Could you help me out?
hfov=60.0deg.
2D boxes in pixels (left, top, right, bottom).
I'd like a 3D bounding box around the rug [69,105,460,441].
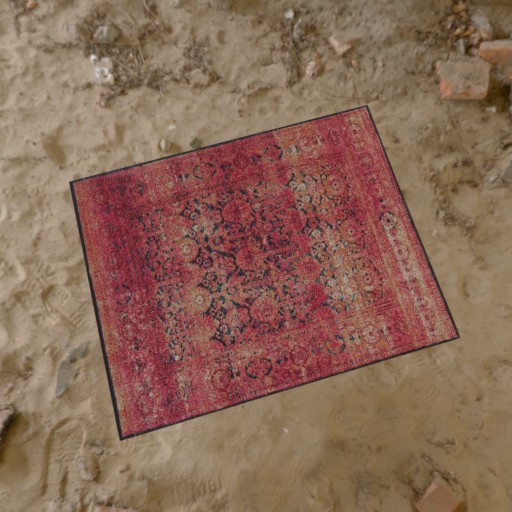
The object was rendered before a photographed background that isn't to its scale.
[{"bbox_3d":[0.000,0.000,4.050,3.032,0.020,2.411,-16,75,-4],"label":"rug"}]
